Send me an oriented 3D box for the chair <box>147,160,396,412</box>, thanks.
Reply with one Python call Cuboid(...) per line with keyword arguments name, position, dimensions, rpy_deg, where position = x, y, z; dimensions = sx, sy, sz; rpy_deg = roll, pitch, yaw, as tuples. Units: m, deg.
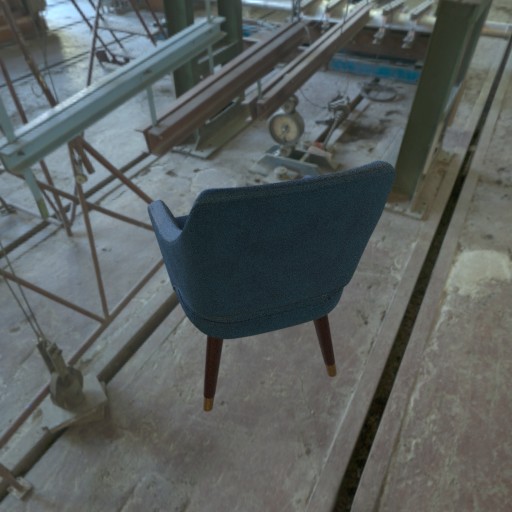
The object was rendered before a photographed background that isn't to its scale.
Cuboid(name="chair", position=(0.000, 0.000, 1.601), dimensions=(0.683, 1.081, 0.794), rpy_deg=(-12, 43, -13))
